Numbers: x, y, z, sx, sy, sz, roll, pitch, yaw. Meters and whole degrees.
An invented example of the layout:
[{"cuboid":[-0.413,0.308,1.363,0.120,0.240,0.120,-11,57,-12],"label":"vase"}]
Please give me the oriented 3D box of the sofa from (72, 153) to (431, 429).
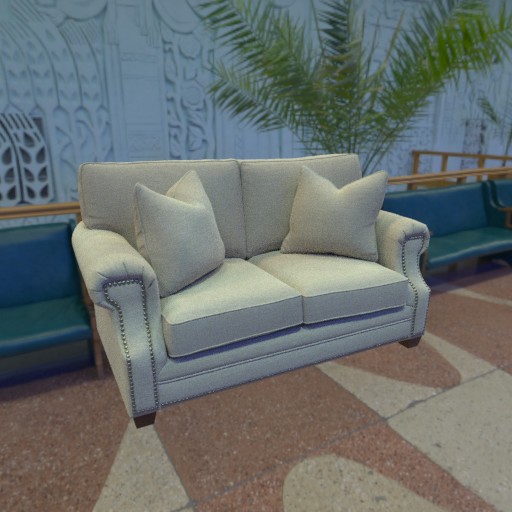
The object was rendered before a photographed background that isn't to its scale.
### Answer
[{"cuboid":[0.000,0.000,2.281,1.701,0.966,0.966,-8,19,-26],"label":"sofa"}]
